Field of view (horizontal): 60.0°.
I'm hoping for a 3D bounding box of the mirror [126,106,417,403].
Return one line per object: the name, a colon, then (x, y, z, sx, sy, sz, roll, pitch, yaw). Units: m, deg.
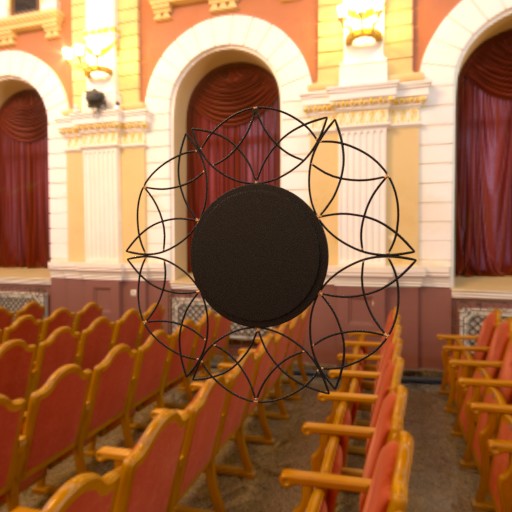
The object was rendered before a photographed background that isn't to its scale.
mirror: (0.000, 0.000, 1.167, 0.797, 0.775, 0.028, 0, 2, 18)
